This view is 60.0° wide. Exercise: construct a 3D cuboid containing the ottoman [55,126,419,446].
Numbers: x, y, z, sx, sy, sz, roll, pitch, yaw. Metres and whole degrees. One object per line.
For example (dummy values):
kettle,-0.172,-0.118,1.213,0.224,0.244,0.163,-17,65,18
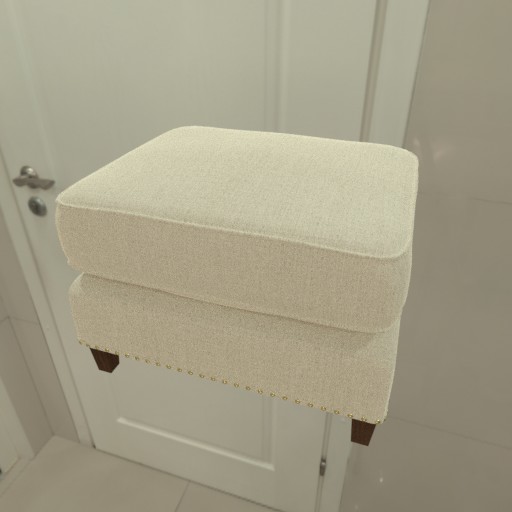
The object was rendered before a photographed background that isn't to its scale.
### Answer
ottoman,0.000,0.000,1.121,0.738,0.537,0.589,10,33,16
